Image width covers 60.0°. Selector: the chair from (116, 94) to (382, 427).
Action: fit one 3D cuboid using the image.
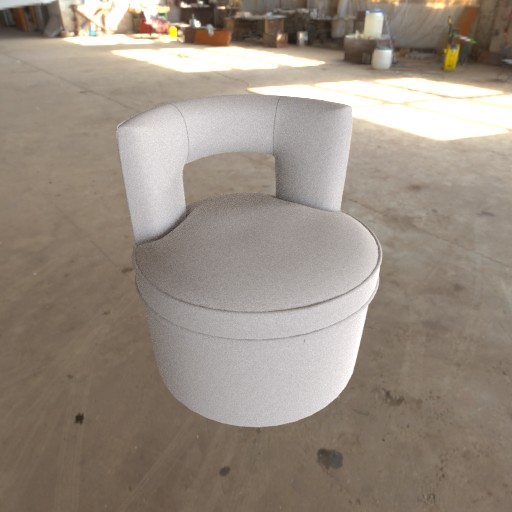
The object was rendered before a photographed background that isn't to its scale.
[{"bbox_3d":[0.000,0.000,1.206,0.650,0.723,0.665,-11,33,-17],"label":"chair"}]
